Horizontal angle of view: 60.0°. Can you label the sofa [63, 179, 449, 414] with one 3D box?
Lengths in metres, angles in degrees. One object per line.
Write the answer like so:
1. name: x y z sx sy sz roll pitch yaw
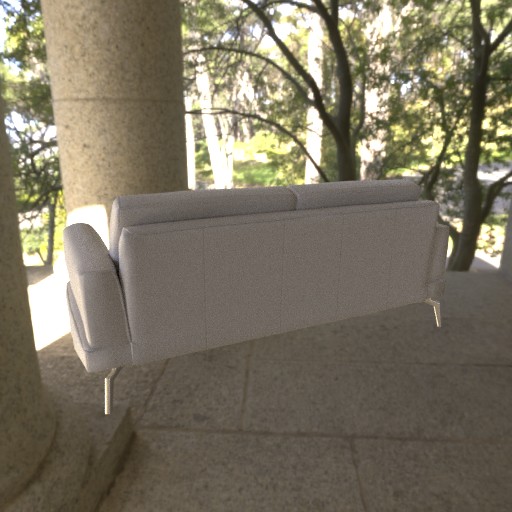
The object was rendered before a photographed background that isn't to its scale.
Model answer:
1. sofa: 0.000 0.000 2.710 2.177 0.930 1.121 -8 17 -25
